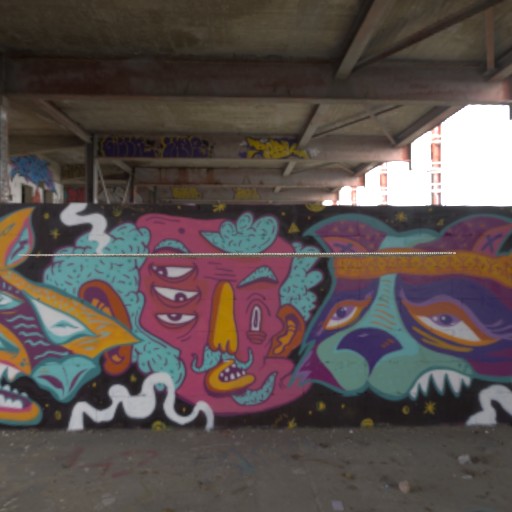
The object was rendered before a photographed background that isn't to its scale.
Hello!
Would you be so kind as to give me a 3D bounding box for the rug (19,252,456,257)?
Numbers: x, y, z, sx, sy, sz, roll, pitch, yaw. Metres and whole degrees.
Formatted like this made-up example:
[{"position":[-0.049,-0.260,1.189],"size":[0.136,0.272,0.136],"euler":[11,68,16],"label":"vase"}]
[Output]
[{"position":[0.000,0.000,4.002],"size":[3.061,0.010,2.330],"euler":[0,-1,18],"label":"rug"}]
